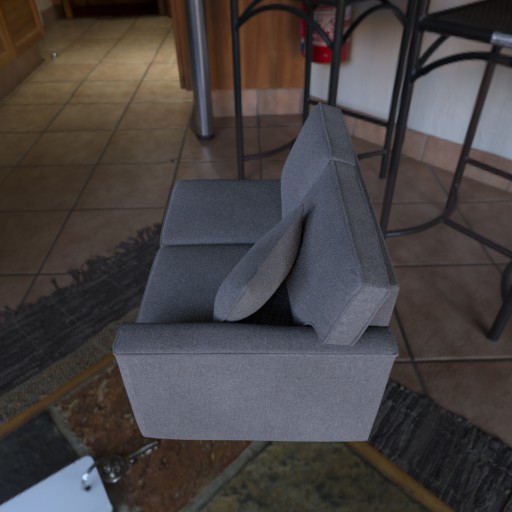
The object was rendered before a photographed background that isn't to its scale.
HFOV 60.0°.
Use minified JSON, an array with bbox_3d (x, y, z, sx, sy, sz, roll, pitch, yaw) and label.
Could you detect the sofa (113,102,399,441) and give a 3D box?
[{"bbox_3d":[0.000,0.000,2.106,0.991,0.989,1.388,1,41,1],"label":"sofa"}]
